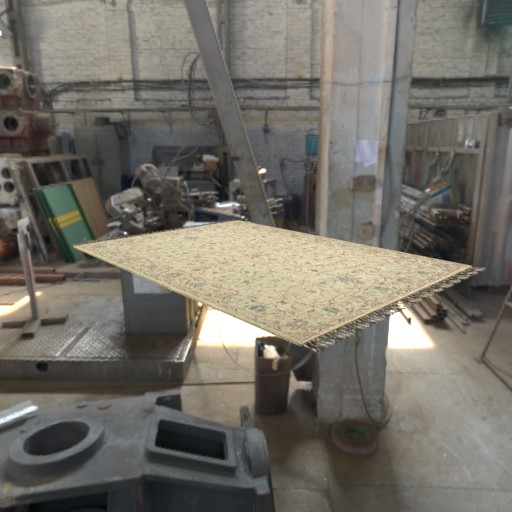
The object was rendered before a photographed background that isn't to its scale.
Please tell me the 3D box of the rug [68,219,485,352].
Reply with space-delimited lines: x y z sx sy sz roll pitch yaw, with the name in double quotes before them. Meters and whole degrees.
"rug" 0.000 0.000 2.278 1.247 0.008 1.802 -13 20 -41
